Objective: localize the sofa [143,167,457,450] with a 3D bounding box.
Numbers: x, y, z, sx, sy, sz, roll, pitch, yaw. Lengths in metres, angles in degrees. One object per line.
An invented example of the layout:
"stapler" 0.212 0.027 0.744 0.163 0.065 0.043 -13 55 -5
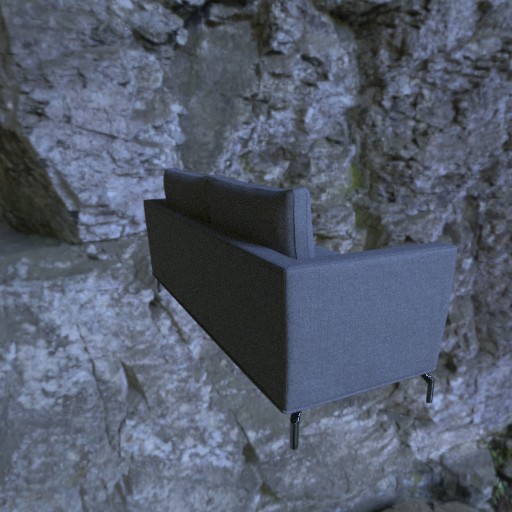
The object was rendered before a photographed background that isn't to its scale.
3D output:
"sofa" 0.000 0.000 2.699 0.869 1.002 2.212 -7 16 -25
